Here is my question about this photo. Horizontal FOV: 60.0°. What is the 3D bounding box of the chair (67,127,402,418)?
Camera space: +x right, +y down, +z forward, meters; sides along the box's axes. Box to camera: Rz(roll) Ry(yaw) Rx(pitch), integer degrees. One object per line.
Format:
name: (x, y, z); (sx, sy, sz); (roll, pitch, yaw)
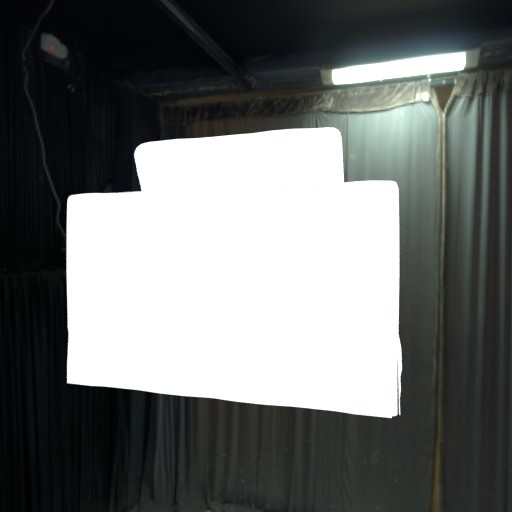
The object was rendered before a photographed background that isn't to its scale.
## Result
chair: (0.000, 0.000, 1.830); (1.150, 0.878, 0.957); (0, 1, 17)
